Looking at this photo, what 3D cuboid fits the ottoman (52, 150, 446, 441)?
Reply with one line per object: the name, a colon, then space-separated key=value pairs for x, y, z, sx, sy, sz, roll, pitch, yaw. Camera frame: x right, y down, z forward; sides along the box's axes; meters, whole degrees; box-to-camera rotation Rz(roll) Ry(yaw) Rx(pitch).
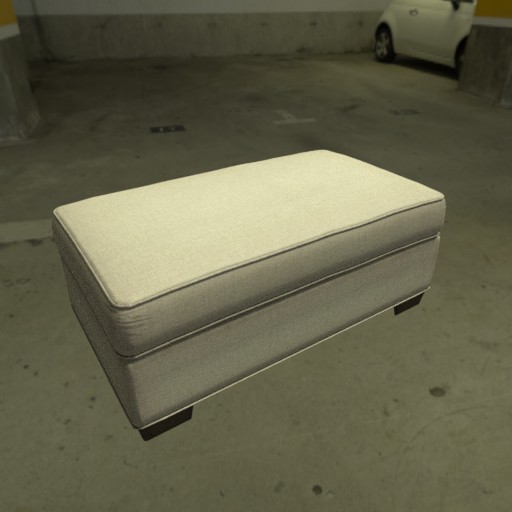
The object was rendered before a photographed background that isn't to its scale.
ottoman: x=0.000 y=0.000 z=1.450 sx=1.097 sy=0.461 sz=0.617 roll=-19 pitch=35 yaw=-28
